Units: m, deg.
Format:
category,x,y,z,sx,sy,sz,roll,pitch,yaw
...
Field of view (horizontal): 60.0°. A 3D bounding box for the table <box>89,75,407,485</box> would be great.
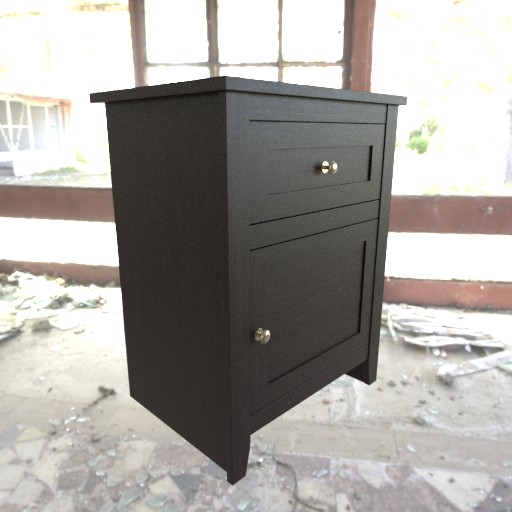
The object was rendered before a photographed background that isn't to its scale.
category,x,y,z,sx,sy,sz,roll,pitch,yaw
table,0.000,0.000,0.927,0.381,0.635,0.480,15,22,43
